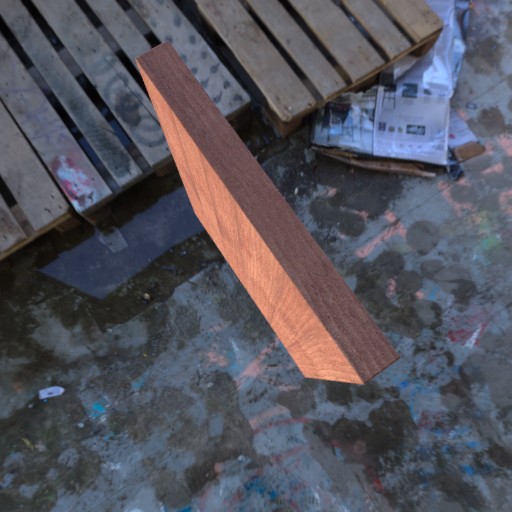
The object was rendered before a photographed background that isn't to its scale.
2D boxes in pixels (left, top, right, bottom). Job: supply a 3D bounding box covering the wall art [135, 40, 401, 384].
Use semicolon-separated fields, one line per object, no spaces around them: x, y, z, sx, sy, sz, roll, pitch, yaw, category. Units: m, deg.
0.000;0.000;0.624;0.039;0.449;0.377;-33;78;-8;wall art
